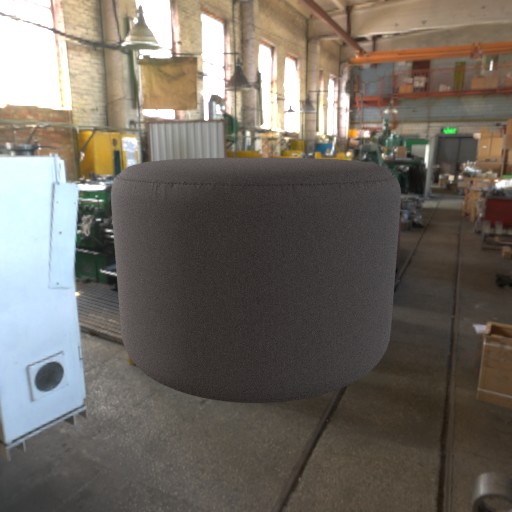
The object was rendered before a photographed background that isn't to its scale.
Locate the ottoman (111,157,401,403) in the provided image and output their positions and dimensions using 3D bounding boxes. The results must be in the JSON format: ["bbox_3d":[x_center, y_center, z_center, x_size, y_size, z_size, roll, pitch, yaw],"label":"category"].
[{"bbox_3d":[0.000,0.000,1.008,0.608,0.433,0.608,0,14,0],"label":"ottoman"}]
